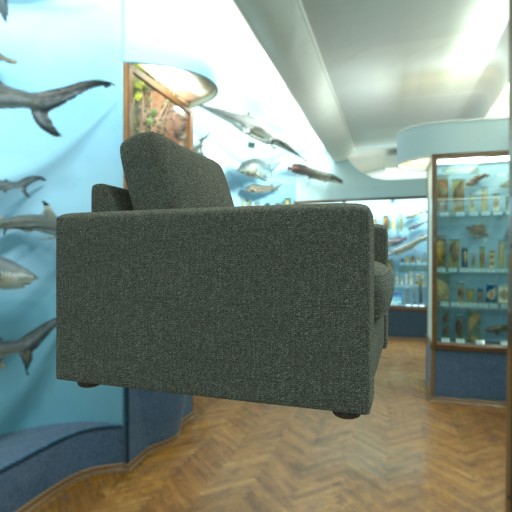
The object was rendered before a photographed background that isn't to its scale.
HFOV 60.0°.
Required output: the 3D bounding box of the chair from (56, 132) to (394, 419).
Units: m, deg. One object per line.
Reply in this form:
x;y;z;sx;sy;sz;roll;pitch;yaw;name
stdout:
0.000;0.000;1.716;1.016;0.873;1.005;0;0;19;chair
